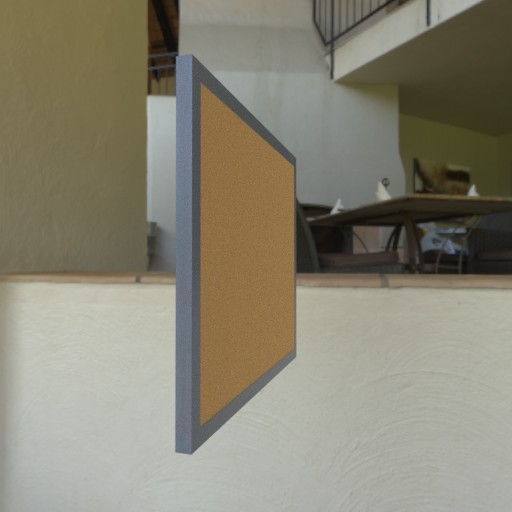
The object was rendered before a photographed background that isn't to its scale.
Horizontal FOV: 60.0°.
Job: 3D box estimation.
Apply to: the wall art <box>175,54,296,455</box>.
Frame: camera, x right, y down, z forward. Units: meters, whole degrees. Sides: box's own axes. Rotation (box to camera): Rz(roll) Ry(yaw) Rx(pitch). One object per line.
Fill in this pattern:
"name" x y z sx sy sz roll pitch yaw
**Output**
"wall art" 0.000 0.000 0.934 0.026 0.558 0.660 0 -1 18
